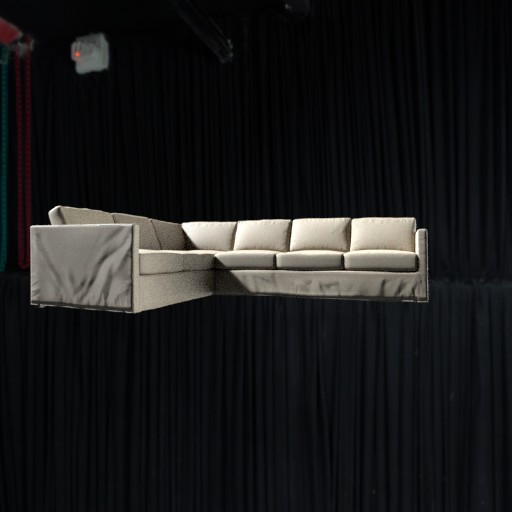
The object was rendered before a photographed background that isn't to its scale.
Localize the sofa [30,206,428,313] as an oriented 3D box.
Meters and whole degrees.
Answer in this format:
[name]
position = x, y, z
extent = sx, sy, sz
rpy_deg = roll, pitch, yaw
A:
[sofa]
position = 0.000, 0.000, 4.339
extent = 3.182, 0.871, 2.432
rpy_deg = 0, 0, 18
